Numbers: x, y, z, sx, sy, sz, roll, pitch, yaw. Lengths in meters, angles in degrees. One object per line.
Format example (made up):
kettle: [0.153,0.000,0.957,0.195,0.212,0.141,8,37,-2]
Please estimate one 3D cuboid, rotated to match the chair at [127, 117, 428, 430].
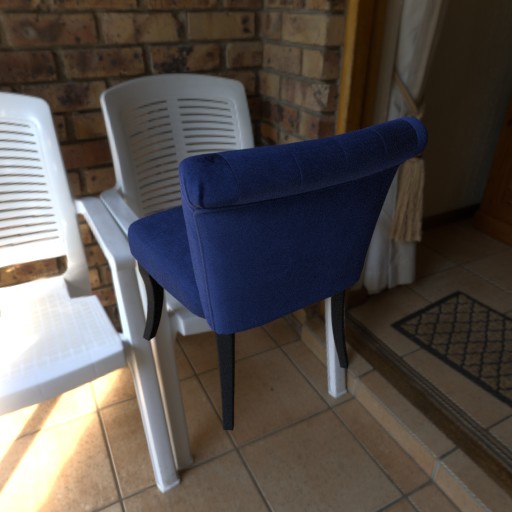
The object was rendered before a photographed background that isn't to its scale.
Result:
chair: [0.000,0.000,1.200,0.585,0.753,0.606,-18,34,-28]
